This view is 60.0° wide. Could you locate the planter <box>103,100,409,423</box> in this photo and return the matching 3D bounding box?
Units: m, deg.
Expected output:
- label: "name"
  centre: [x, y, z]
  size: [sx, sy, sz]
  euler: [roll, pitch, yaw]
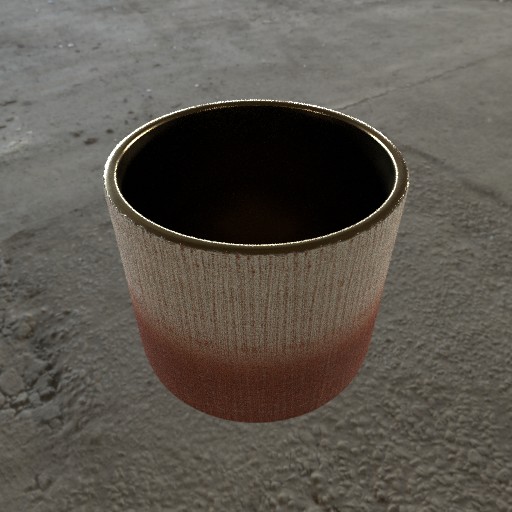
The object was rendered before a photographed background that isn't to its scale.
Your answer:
- label: "planter"
  centre: [0.000, 0.000, 0.442]
  size: [0.254, 0.221, 0.254]
  euler: [0, 41, 0]
